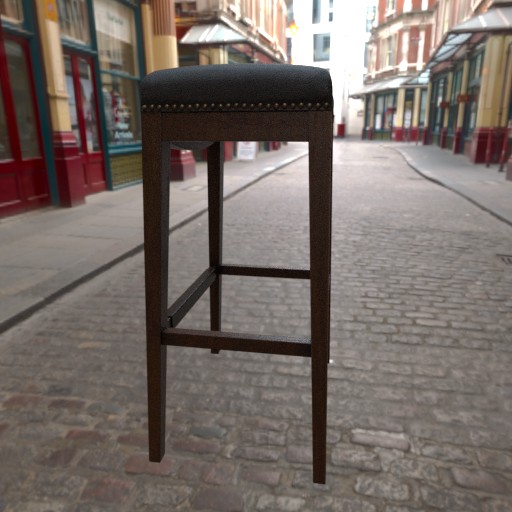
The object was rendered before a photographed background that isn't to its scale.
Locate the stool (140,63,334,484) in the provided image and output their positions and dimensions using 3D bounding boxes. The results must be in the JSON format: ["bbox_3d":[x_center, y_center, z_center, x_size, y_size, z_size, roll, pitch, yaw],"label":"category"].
[{"bbox_3d":[0.000,0.000,1.020,0.361,0.765,0.500,3,16,10],"label":"stool"}]
